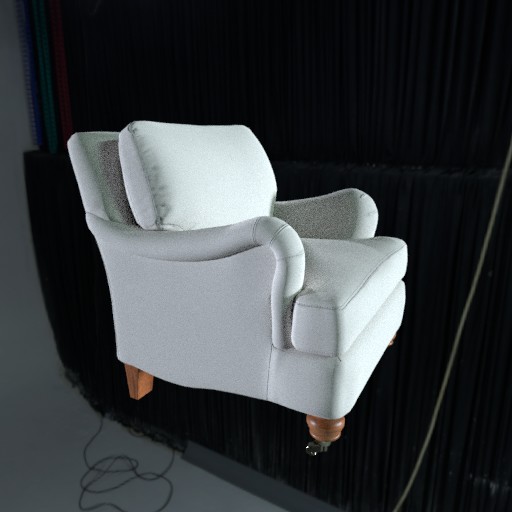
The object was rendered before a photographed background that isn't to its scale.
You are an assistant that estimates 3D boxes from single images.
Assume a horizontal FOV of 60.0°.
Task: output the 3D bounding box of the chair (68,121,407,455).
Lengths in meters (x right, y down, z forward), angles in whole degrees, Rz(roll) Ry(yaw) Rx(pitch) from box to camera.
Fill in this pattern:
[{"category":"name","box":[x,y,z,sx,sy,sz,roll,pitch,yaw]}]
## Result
[{"category":"chair","box":[0.000,0.000,1.799,1.070,1.038,0.955,8,17,28]}]
